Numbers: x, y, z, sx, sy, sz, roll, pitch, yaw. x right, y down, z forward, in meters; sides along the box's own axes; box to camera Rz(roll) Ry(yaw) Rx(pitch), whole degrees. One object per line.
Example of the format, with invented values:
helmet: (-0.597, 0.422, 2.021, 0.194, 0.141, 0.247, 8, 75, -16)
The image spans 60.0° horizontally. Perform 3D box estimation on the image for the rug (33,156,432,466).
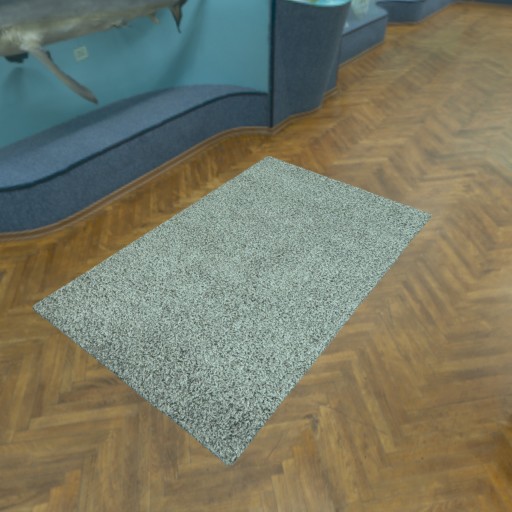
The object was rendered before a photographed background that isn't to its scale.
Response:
rug: (0.000, 0.000, 3.453, 1.778, 0.030, 2.743, 26, 47, 28)
